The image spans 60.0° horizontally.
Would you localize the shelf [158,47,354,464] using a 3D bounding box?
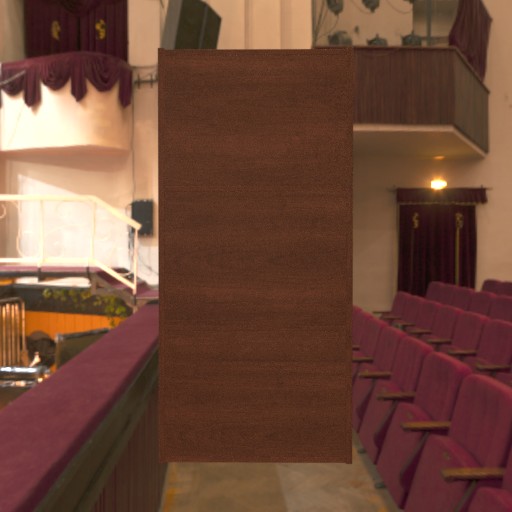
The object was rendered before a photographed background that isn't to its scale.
[{"bbox_3d":[0.000,0.000,1.081,0.414,0.879,0.290,0,1,0],"label":"shelf"}]
